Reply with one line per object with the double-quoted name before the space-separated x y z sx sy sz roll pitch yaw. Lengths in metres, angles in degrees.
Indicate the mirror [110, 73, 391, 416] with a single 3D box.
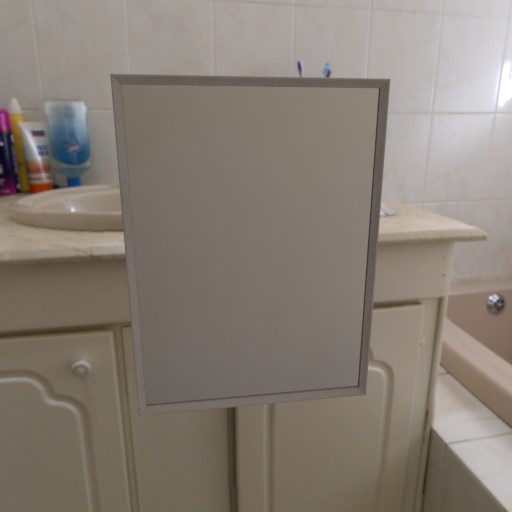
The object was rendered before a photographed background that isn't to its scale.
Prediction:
"mirror" 0.000 0.000 1.350 0.762 1.016 0.041 -2 16 -9
